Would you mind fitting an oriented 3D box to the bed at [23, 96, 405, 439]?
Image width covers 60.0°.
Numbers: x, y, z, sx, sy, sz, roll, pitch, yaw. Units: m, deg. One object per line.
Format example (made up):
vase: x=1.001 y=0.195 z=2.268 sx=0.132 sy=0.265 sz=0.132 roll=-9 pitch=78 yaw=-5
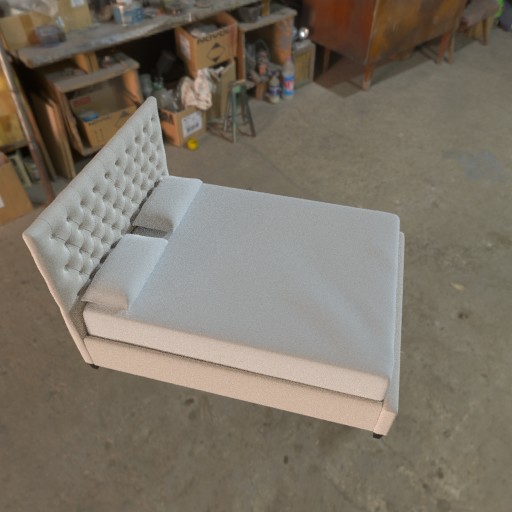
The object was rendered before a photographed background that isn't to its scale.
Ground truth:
bed: x=0.000 y=0.000 z=3.267 sx=2.233 sy=1.426 sz=1.696 roll=11 pitch=47 yaw=10
